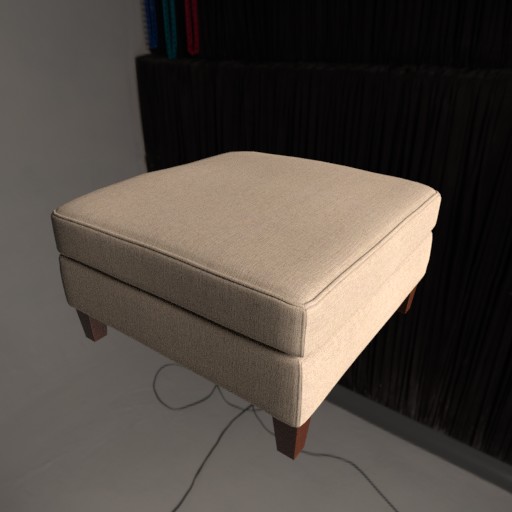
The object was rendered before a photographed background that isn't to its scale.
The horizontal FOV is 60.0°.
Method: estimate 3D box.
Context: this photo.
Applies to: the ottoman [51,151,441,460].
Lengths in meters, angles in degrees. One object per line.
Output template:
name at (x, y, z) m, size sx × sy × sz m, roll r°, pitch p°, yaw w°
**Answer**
ottoman at (0.000, 0.000, 1.357) m, size 0.838 × 0.481 × 0.838 m, roll 18°, pitch 31°, yaw 32°
